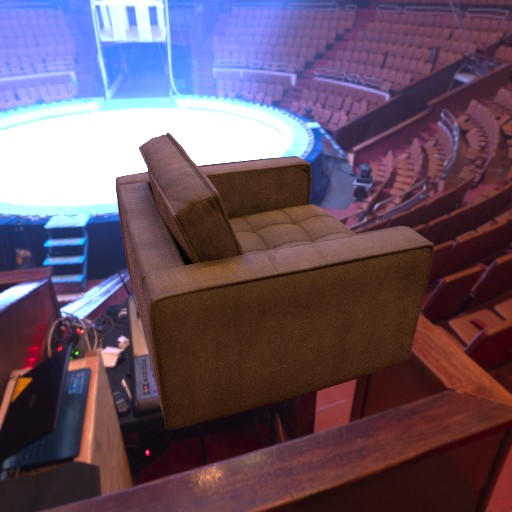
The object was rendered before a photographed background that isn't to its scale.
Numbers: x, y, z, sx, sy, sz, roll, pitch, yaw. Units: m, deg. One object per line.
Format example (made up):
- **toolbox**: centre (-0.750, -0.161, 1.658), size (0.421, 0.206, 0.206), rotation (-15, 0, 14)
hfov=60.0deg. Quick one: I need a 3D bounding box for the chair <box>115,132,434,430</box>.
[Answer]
- **chair**: centre (0.000, 0.000, 1.555), size (0.843, 0.773, 0.928), rotation (-10, 31, -18)
